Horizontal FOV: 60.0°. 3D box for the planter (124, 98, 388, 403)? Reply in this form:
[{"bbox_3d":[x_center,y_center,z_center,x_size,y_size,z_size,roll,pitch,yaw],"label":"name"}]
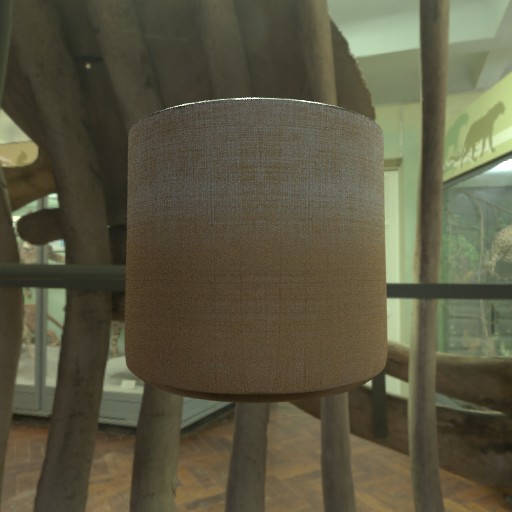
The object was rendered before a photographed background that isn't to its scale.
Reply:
[{"bbox_3d":[0.000,0.000,0.389,0.221,0.201,0.221,0,-1,0],"label":"planter"}]
